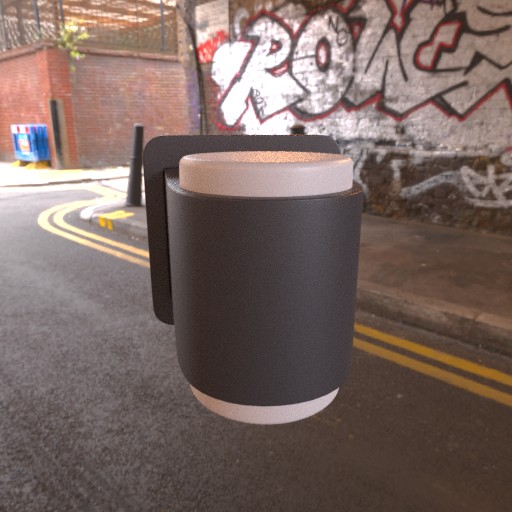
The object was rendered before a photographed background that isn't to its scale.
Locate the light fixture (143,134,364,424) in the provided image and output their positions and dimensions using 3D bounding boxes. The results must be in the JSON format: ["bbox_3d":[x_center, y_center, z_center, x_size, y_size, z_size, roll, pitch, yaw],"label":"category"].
[{"bbox_3d":[0.000,0.000,0.210,0.109,0.109,0.132,-2,16,-7],"label":"light fixture"}]
